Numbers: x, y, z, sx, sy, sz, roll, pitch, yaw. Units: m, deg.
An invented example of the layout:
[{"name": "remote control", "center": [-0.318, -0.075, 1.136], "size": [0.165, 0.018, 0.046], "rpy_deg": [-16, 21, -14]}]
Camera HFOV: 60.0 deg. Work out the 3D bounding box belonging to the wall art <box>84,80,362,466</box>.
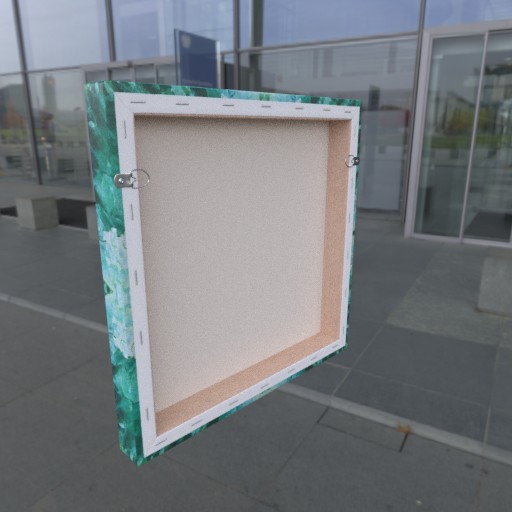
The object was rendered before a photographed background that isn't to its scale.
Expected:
[{"name": "wall art", "center": [0.000, 0.000, 0.454], "size": [0.313, 0.313, 0.033], "rpy_deg": [-15, 22, -42]}]
